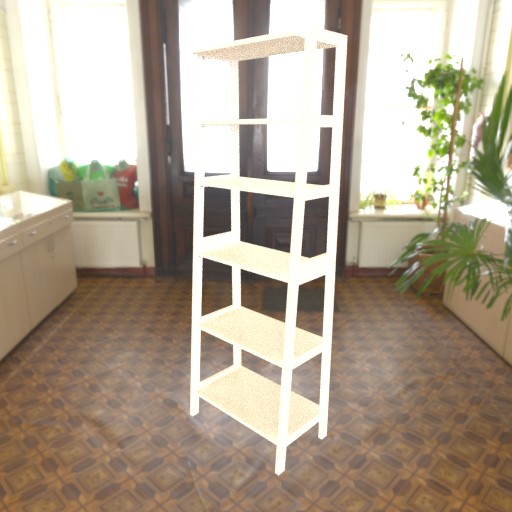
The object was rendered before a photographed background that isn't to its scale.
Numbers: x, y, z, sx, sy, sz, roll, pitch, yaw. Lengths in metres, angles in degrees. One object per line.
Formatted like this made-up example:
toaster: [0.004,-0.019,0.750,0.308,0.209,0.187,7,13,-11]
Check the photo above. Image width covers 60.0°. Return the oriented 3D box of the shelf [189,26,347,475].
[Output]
shelf: [0.000,0.000,2.126,0.660,1.892,0.381,15,22,42]
